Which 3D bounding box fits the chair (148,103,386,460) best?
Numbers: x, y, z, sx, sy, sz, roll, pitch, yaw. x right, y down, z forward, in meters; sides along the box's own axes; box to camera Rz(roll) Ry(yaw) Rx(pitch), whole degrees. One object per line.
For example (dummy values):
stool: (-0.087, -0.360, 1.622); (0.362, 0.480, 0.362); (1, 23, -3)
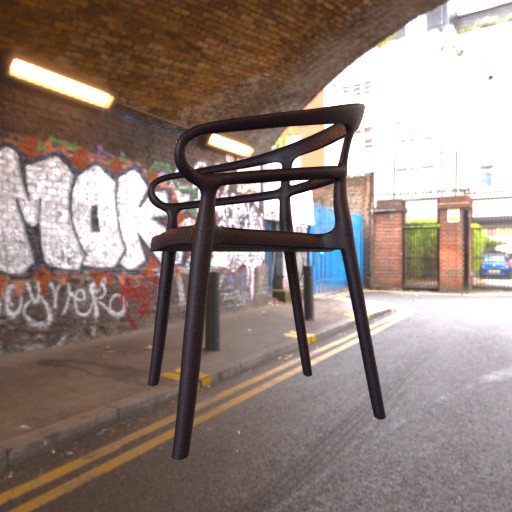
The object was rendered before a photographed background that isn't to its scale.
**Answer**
chair: (0.000, 0.000, 1.142); (0.527, 0.761, 0.559); (0, 0, -19)
